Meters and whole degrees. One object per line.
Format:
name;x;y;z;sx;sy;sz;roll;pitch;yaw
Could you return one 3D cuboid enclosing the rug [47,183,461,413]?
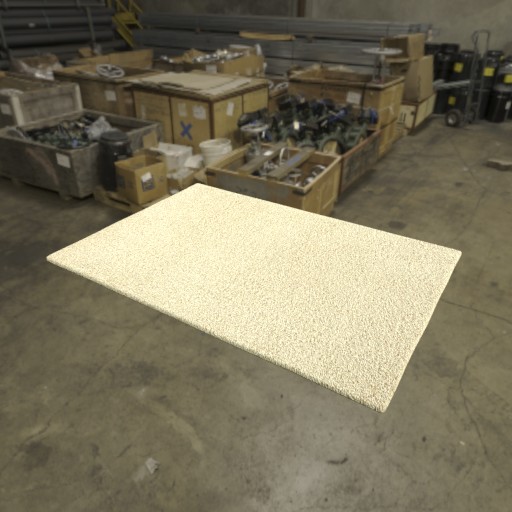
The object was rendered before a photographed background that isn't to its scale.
rug;0.000;0.000;2.291;1.778;0.030;1.219;18;35;28
